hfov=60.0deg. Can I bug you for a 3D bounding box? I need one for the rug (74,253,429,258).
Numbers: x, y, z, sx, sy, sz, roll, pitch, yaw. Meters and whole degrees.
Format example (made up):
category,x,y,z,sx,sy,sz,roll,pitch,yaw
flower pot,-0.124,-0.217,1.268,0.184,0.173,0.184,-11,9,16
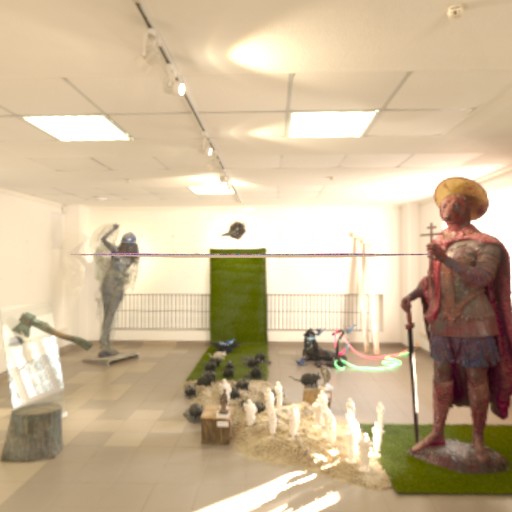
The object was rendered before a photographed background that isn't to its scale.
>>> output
category,x,y,z,sx,sy,sz,roll,pitch,yaw
rug,0.000,0.000,3.021,1.539,0.013,2.350,0,-1,2
